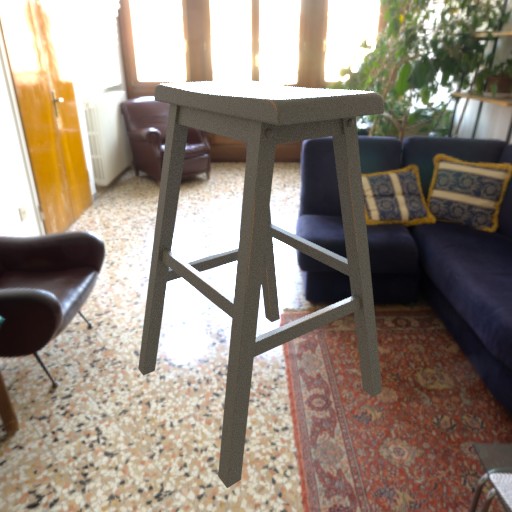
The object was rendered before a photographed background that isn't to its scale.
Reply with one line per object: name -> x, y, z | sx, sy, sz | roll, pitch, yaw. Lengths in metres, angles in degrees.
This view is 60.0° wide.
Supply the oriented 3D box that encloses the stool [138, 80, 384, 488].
stool -> 0.000, 0.000, 1.034 | 0.476, 0.737, 0.457 | -17, 30, -32
